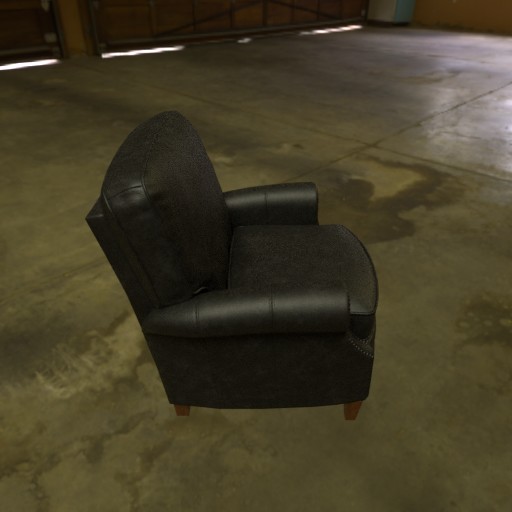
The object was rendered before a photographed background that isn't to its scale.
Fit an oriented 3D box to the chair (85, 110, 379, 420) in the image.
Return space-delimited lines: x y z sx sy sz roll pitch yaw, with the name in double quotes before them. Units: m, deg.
"chair" 0.000 0.000 1.731 0.986 1.018 0.936 0 32 0
